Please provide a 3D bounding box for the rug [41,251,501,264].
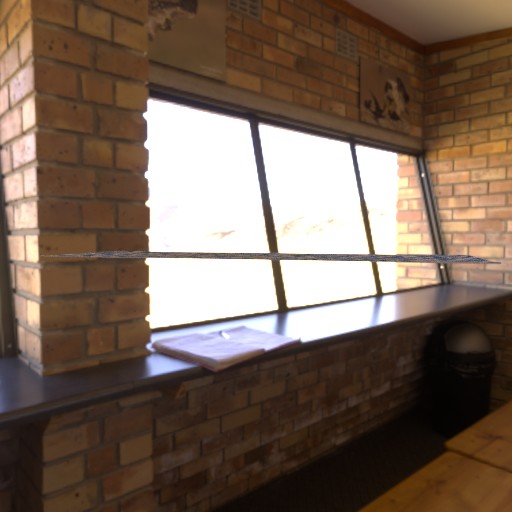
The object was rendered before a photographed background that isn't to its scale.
[{"bbox_3d":[0.000,0.000,2.636,2.446,0.011,0.768,1,3,17],"label":"rug"}]
